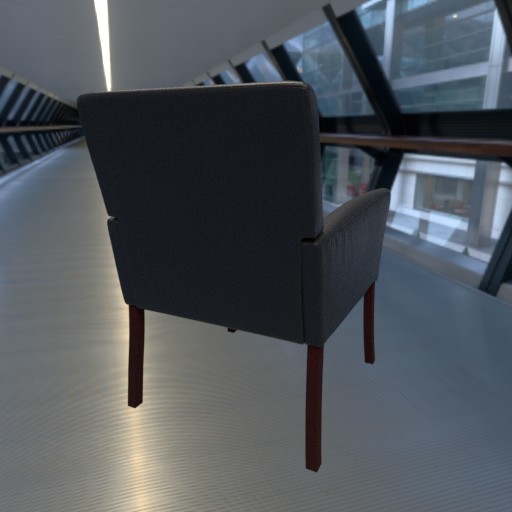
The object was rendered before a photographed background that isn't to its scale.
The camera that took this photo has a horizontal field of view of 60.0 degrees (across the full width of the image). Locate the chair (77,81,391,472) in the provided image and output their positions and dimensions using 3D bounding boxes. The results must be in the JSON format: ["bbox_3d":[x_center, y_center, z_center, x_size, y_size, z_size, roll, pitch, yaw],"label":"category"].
[{"bbox_3d":[0.000,0.000,1.419,0.683,0.951,0.772,8,17,26],"label":"chair"}]
